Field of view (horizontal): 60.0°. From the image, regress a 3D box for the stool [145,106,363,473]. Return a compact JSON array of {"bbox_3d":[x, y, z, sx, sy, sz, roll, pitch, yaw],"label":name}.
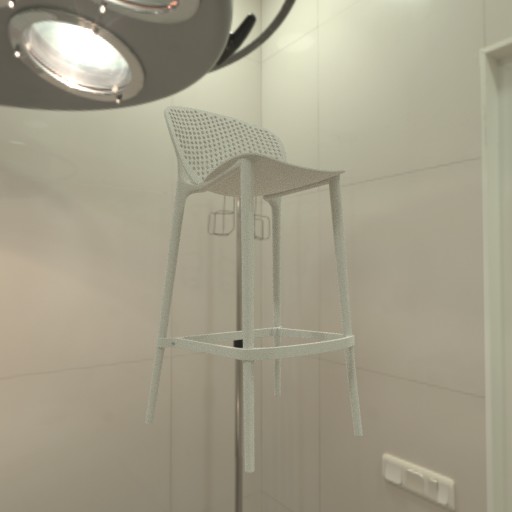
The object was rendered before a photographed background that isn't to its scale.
[{"bbox_3d":[0.000,0.000,1.375,0.536,1.045,0.535,1,-2,-36],"label":"stool"}]
